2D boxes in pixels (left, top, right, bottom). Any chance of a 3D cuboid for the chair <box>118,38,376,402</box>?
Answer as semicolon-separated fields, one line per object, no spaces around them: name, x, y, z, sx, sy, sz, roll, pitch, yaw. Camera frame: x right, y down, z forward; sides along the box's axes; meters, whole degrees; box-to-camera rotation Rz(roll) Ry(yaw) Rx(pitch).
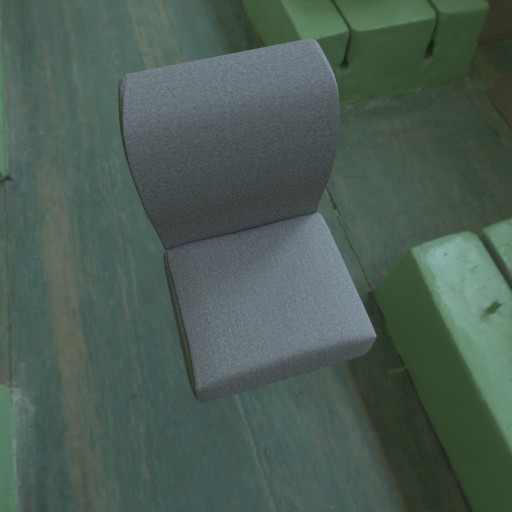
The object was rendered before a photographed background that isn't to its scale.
chair;0.000;0.000;1.178;0.513;0.804;0.592;-16;63;-8
